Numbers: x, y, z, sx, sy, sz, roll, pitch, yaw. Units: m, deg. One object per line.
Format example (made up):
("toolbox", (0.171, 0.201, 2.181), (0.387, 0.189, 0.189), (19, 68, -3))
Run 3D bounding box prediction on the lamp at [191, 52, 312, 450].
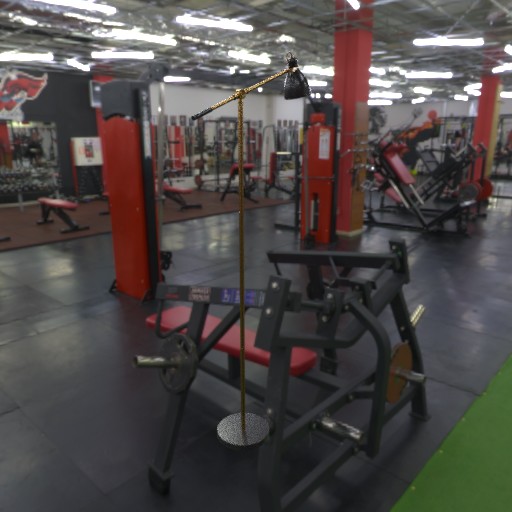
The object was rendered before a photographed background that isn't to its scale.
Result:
("lamp", (0.000, 0.000, 1.859), (0.235, 1.628, 0.618), (14, 20, 43))
